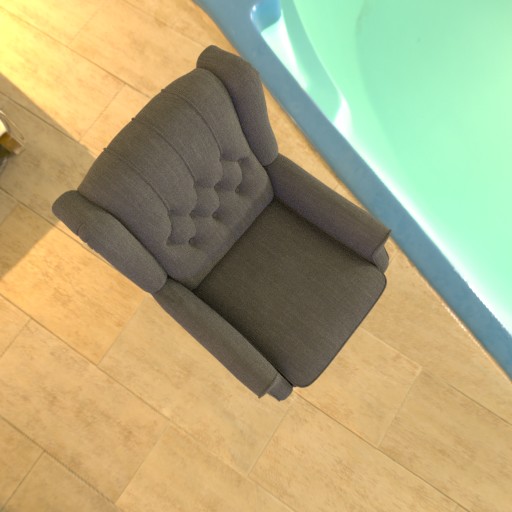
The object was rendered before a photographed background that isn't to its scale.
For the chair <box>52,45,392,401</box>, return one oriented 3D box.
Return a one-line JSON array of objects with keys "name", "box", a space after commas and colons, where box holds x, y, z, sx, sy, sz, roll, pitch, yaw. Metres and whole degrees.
[{"name": "chair", "box": [0.000, 0.000, 1.602, 0.898, 1.035, 0.742, 39, 80, 9]}]
